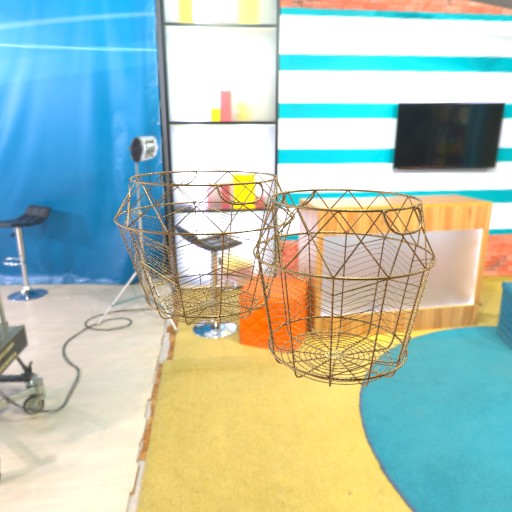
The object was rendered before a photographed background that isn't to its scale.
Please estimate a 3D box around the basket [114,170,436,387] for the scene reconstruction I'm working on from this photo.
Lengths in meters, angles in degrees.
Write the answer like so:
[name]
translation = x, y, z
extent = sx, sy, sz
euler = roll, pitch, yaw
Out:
[basket]
translation = 0.000, 0.000, 1.029
extent = 0.805, 0.343, 0.451
euler = 15, 21, 43
